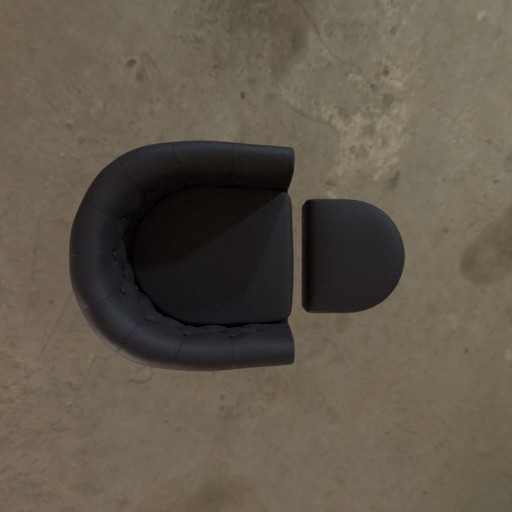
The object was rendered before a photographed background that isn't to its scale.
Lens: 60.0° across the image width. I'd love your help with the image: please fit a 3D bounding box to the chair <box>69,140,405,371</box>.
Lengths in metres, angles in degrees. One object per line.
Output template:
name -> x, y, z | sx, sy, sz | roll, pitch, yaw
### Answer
chair -> 0.000, 0.000, 1.727 | 1.191, 0.760, 0.763 | 0, 90, 0
